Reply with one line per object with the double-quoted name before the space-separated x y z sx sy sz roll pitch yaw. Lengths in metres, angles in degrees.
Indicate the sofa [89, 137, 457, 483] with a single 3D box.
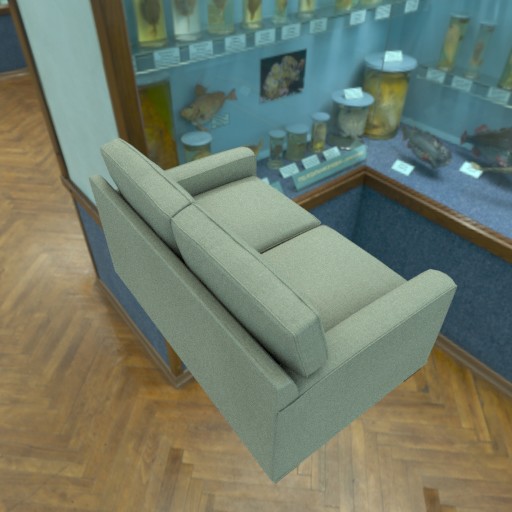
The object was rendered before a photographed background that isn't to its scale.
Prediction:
"sofa" 0.000 0.000 2.078 0.940 0.853 1.484 -26 47 -27
